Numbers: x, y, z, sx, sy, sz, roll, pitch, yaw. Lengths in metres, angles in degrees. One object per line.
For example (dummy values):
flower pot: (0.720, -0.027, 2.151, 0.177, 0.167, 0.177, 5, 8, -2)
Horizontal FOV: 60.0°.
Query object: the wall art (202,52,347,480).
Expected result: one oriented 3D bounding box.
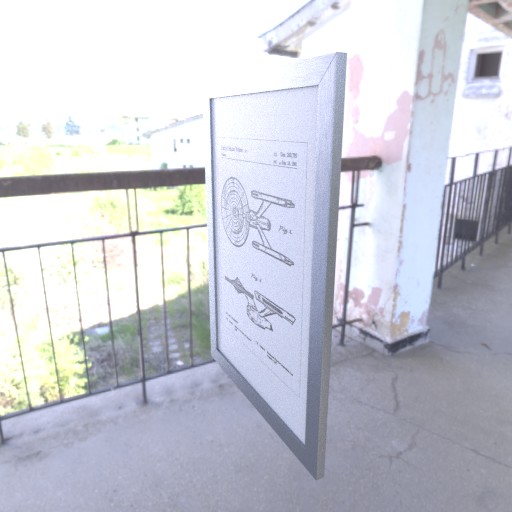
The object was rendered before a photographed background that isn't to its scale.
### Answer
wall art: (0.000, 0.000, 0.682, 0.013, 0.529, 0.376, -9, 19, -26)
